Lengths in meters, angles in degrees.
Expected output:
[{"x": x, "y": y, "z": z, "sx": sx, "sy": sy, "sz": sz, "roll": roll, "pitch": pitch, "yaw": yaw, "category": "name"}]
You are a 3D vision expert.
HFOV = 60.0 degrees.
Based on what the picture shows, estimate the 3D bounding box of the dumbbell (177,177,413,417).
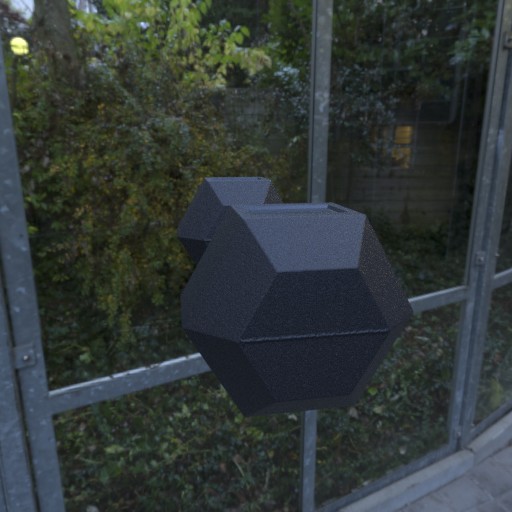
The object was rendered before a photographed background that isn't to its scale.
[{"x": 0.000, "y": 0.000, "z": 0.308, "sx": 0.106, "sy": 0.092, "sz": 0.272, "roll": -3, "pitch": 14, "yaw": -10, "category": "dumbbell"}]
